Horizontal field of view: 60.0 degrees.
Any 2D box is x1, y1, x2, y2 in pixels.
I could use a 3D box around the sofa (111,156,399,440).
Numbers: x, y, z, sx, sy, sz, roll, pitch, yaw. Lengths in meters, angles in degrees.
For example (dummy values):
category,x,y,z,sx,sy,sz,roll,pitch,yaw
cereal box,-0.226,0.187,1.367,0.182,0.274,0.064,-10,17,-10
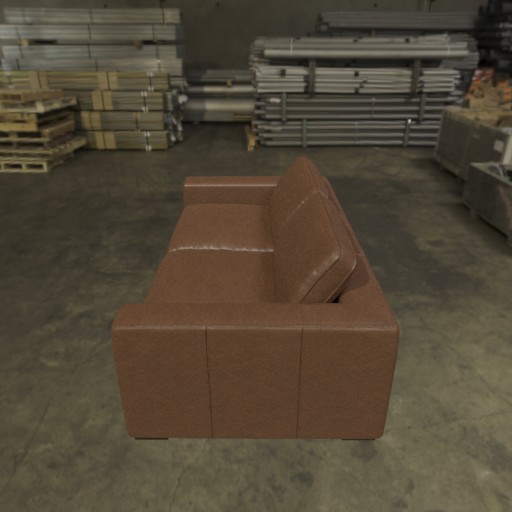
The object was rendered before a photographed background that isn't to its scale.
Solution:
category,x,y,z,sx,sy,sz,roll,pitch,yaw
sofa,0.000,0.000,2.491,1.070,0.800,1.920,0,26,0
